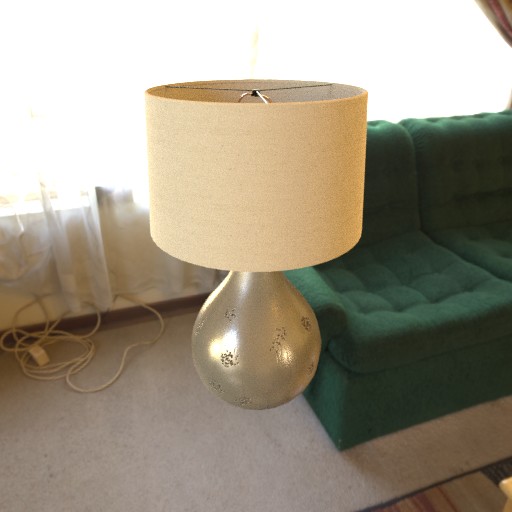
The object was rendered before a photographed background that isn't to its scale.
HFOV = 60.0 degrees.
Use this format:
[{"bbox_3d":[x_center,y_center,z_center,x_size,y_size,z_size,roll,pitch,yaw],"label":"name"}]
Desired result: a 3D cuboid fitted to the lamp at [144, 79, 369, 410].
[{"bbox_3d":[0.000,0.000,0.734,0.330,0.521,0.330,0,26,0],"label":"lamp"}]
